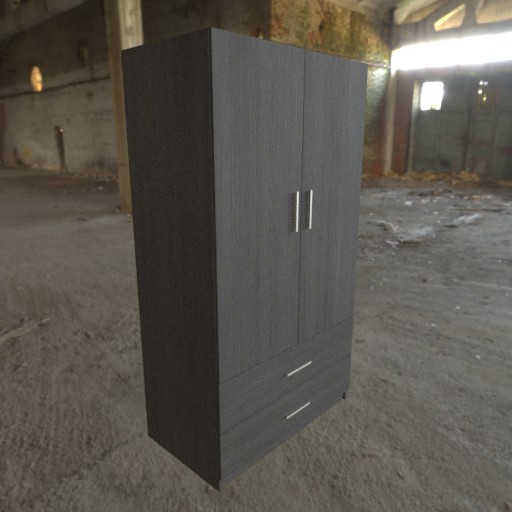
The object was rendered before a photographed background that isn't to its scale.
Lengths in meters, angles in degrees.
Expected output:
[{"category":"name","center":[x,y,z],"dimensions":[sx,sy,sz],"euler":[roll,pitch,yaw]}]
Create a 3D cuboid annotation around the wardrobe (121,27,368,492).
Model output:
[{"category":"wardrobe","center":[0.000,0.000,2.181],"dimensions":[0.577,1.808,0.991],"euler":[14,20,42]}]
